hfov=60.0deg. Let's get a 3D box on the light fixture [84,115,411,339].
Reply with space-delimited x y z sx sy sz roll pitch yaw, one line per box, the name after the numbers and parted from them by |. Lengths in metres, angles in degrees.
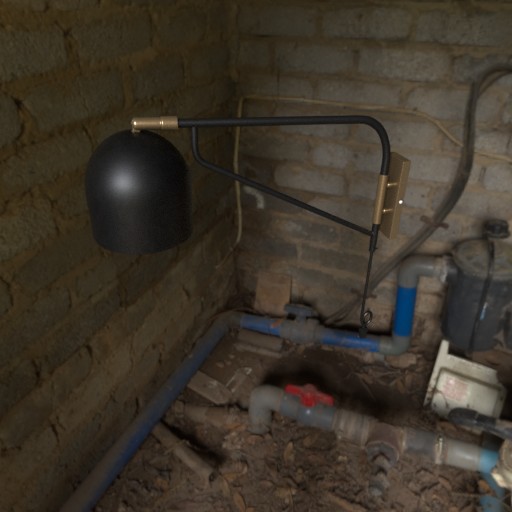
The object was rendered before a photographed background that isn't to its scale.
0.000 0.000 1.083 0.720 0.696 0.215 -8 32 -13 | light fixture
